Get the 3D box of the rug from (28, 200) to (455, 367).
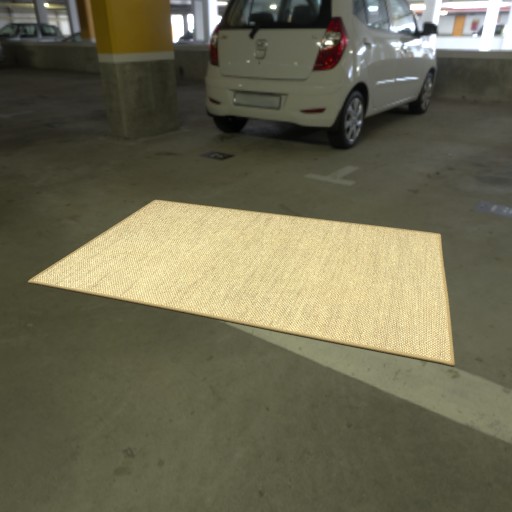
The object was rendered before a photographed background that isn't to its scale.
[{"bbox_3d":[0.000,0.000,2.069,1.667,0.013,1.062,8,28,16],"label":"rug"}]
